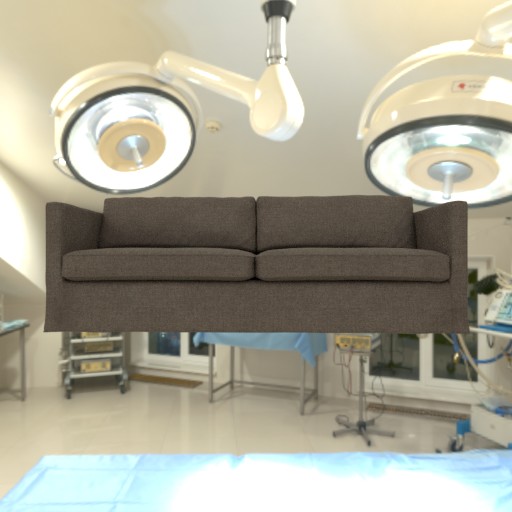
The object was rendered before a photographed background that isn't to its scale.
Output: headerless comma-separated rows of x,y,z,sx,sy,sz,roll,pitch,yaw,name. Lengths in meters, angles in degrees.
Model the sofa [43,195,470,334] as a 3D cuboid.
0.000,0.000,3.339,2.779,0.998,1.036,0,0,1,sofa
